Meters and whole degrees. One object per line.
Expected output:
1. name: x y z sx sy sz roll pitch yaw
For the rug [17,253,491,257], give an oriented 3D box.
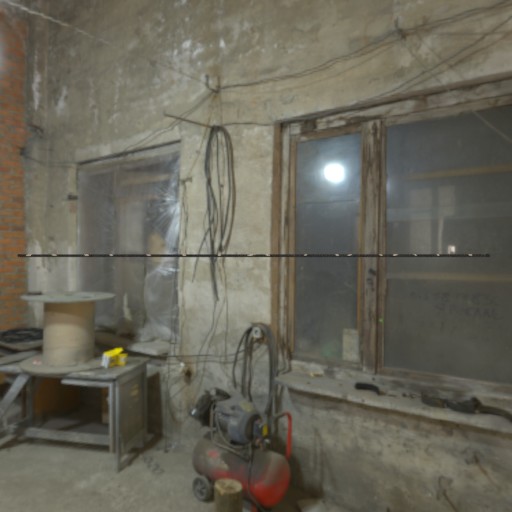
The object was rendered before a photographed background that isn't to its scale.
1. rug: 0.000 0.000 4.040 3.047 0.022 2.439 0 0 2
